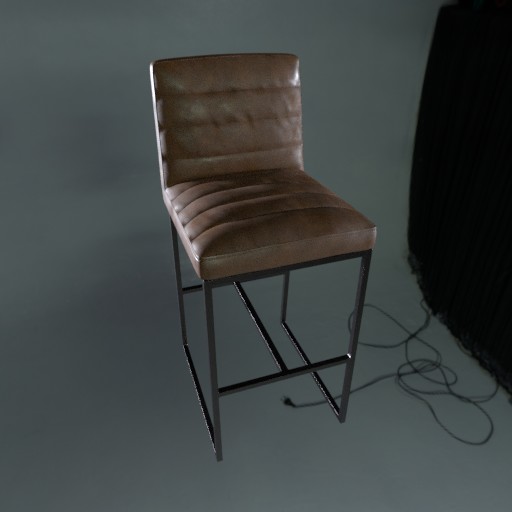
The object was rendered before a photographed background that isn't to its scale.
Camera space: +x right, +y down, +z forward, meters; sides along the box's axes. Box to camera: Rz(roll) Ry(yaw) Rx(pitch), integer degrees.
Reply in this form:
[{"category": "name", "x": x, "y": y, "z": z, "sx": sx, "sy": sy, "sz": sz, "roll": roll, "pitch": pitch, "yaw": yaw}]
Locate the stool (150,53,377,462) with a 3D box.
[{"category": "stool", "x": 0.000, "y": 0.000, "z": 1.344, "sx": 0.463, "sy": 1.065, "sz": 0.562, "roll": -10, "pitch": 33, "yaw": -16}]
